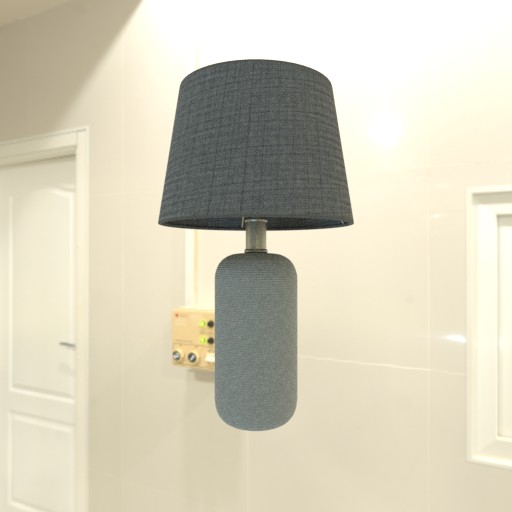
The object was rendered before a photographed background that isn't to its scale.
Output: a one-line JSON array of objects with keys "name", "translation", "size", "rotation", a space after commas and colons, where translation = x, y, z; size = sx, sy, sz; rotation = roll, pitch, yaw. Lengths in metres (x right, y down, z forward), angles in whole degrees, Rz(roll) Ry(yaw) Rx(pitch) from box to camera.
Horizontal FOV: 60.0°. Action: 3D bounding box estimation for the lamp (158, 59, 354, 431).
[{"name": "lamp", "translation": [0.000, 0.000, 0.582], "size": [0.251, 0.429, 0.251], "rotation": [0, 0, 0]}]
